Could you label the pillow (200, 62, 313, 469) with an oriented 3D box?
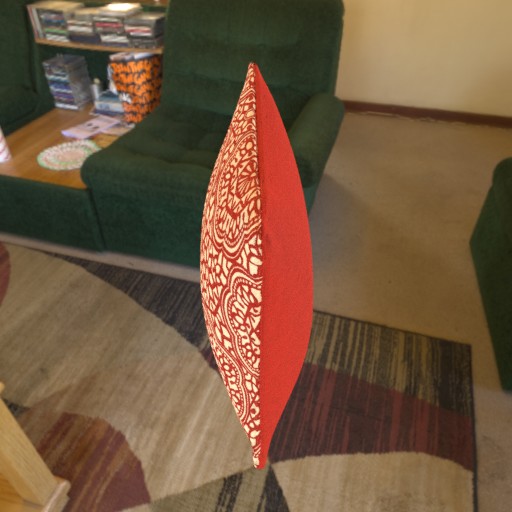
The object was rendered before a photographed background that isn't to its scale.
[{"bbox_3d":[0.000,0.000,0.650,0.162,0.419,0.438,-1,41,-1],"label":"pillow"}]
